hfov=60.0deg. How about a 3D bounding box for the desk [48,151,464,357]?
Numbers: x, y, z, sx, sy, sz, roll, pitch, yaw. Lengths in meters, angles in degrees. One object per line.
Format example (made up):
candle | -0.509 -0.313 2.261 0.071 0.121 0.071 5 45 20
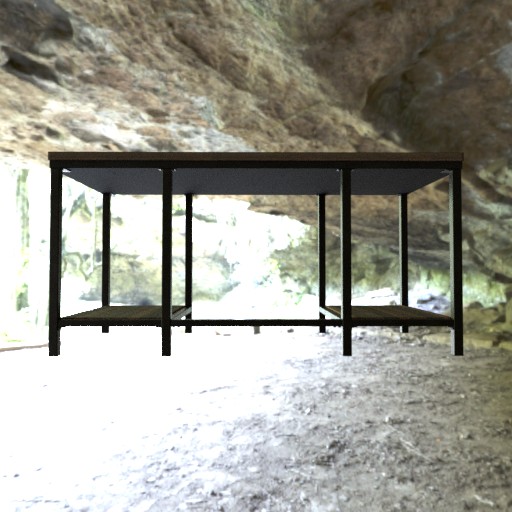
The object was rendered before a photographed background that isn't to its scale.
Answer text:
desk | 0.000 0.000 1.938 1.538 0.753 0.617 0 -2 -1
